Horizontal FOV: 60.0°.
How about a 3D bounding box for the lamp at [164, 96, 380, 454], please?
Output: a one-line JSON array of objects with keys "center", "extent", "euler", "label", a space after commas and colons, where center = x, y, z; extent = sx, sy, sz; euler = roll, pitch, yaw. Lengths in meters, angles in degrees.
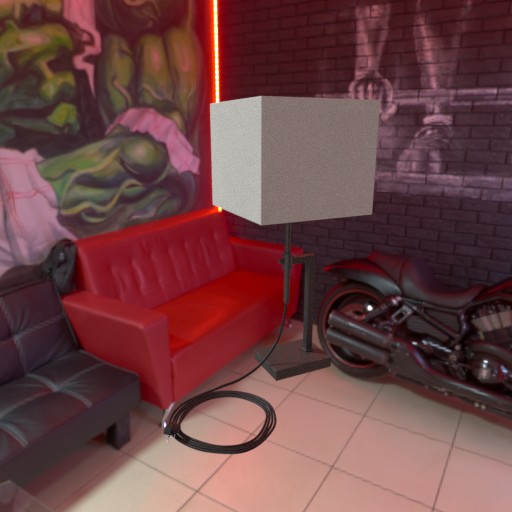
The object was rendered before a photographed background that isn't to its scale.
[{"center": [0.000, 0.000, 0.986], "extent": [0.504, 0.660, 0.399], "euler": [-7, 18, -24], "label": "lamp"}]
